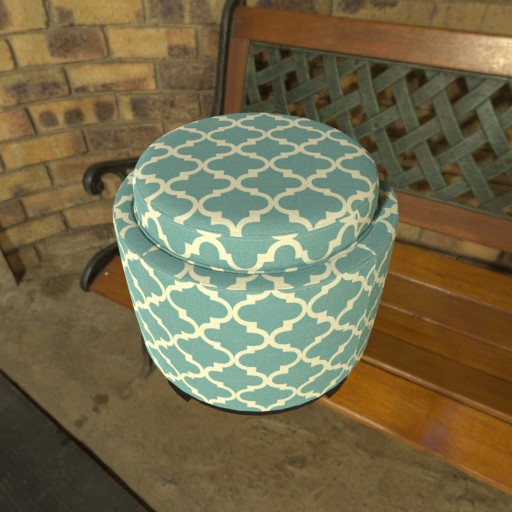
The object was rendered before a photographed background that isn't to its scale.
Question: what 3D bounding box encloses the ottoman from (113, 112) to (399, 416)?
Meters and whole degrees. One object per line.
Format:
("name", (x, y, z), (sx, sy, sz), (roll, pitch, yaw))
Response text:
("ottoman", (0.000, 0.000, 0.843), (0.480, 0.429, 0.480), (0, 41, 0))
